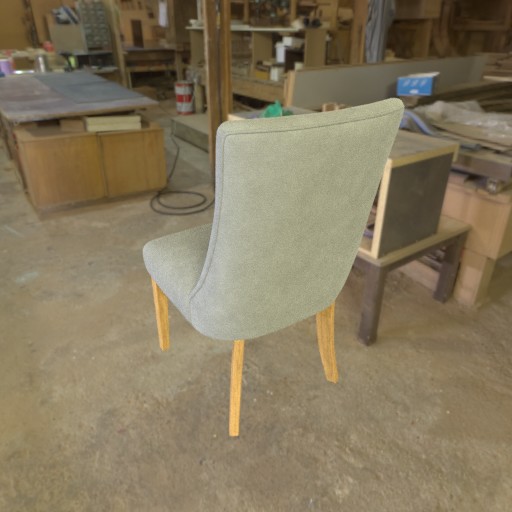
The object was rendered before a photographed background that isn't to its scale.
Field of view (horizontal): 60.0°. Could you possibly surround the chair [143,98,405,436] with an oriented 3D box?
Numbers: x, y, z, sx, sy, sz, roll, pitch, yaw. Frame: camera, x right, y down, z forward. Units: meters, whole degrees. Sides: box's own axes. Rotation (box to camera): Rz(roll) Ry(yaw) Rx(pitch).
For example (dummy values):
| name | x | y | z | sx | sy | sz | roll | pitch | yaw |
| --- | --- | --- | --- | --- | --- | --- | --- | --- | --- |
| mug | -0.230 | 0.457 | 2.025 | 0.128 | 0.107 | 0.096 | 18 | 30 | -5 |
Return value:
| name | x | y | z | sx | sy | sz | roll | pitch | yaw |
| --- | --- | --- | --- | --- | --- | --- | --- | --- | --- |
| chair | 0.000 | 0.000 | 1.281 | 0.495 | 0.902 | 0.610 | -18 | 34 | -29 |
